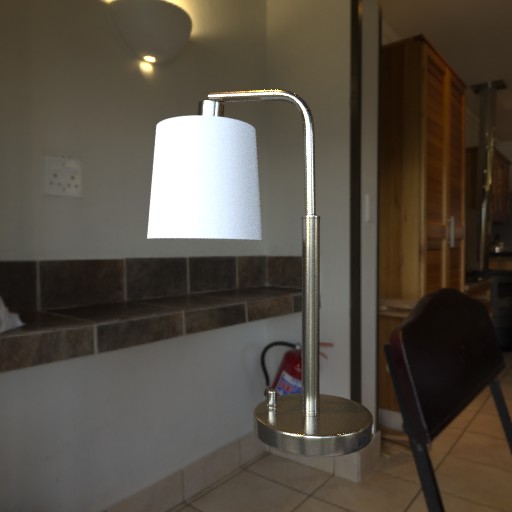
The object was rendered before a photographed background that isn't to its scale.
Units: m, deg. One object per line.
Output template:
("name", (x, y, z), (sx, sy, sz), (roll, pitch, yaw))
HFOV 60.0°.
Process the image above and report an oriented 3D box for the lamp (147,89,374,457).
("lamp", (0.000, 0.000, 0.644), (0.333, 0.489, 0.171), (0, 1, 19))
